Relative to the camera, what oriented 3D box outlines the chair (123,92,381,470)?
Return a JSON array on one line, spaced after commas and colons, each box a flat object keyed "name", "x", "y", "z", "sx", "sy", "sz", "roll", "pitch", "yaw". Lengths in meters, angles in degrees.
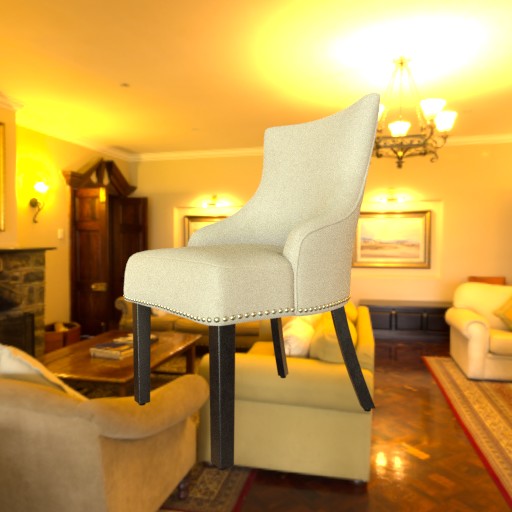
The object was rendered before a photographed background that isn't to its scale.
[{"name": "chair", "x": 0.000, "y": 0.000, "z": 1.295, "sx": 0.629, "sy": 0.909, "sz": 0.566, "roll": -1, "pitch": 2, "yaw": -36}]
